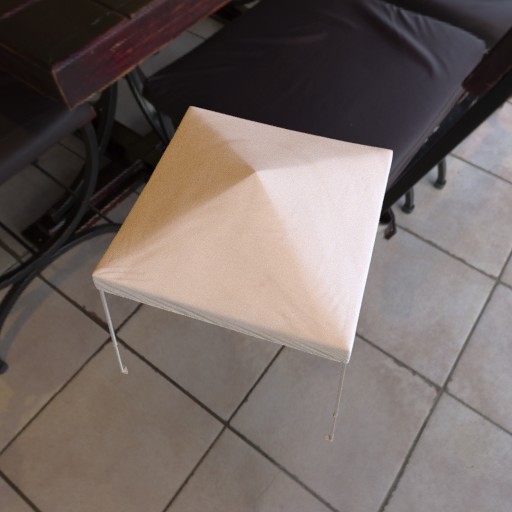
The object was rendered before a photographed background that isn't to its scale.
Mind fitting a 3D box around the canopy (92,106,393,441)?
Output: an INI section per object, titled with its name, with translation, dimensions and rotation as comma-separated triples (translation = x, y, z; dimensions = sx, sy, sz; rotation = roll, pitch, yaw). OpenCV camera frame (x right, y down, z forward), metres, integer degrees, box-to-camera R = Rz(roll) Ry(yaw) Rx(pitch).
[canopy]
translation = 0.000, 0.000, 5.128
dimensions = 2.849, 2.849, 2.848
rotation = 15, 60, 9
